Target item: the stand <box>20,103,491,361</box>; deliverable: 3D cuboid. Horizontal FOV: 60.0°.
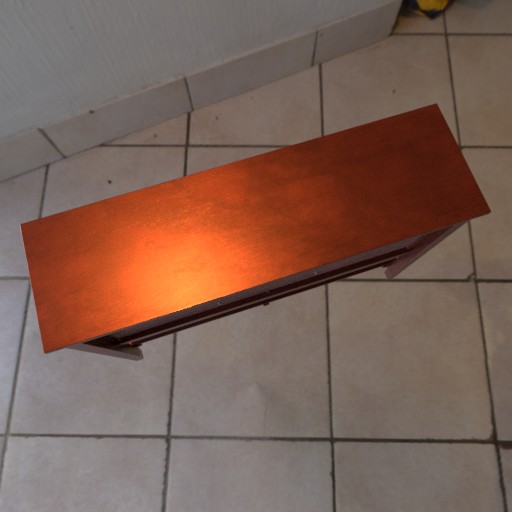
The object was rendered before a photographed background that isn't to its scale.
[{"bbox_3d":[0.000,0.000,1.752,1.362,0.872,0.410,-17,75,-5],"label":"stand"}]
